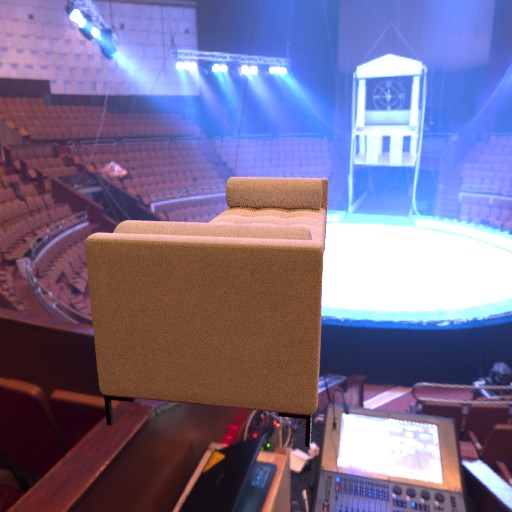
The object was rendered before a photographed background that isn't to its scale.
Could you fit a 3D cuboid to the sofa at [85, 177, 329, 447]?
[{"bbox_3d":[0.000,0.000,2.230,0.686,0.635,1.981,2,15,9],"label":"sofa"}]
